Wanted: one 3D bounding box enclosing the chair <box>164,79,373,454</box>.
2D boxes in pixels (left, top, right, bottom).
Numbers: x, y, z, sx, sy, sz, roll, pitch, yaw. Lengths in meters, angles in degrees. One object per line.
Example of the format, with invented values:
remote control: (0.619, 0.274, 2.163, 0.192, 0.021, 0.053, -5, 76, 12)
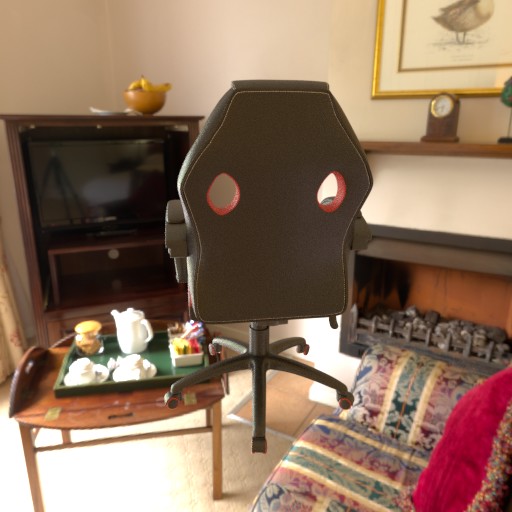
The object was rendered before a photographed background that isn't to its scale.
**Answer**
chair: (0.000, 0.000, 1.688, 0.750, 1.189, 0.783, -2, 16, -8)
